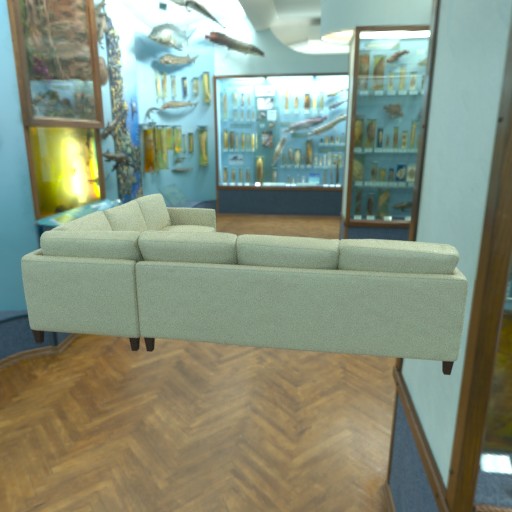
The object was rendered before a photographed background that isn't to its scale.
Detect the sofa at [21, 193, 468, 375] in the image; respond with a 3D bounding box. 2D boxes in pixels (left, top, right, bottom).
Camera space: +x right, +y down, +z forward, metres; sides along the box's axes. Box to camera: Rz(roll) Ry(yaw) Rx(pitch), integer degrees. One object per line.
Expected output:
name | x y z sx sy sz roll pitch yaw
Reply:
sofa | 0.000 0.000 4.416 3.302 0.947 2.593 2 15 9
